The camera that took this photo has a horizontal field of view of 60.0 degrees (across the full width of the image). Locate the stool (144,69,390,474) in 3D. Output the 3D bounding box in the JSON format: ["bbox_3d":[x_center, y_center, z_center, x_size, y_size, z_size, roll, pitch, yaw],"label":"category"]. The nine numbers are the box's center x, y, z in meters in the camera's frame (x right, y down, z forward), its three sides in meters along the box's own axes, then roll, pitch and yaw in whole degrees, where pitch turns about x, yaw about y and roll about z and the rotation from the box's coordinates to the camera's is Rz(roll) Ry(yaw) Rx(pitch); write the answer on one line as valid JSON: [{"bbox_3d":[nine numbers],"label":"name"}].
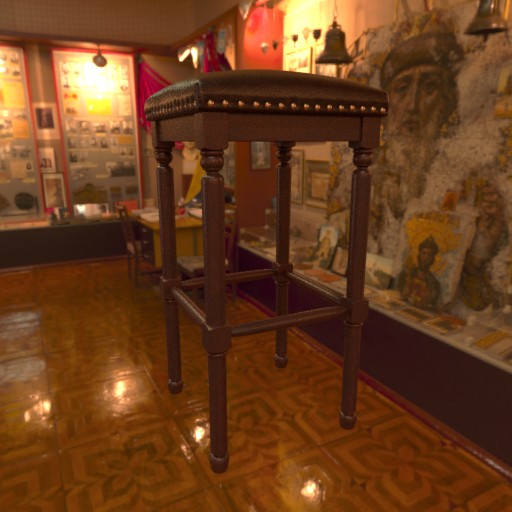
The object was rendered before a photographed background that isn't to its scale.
[{"bbox_3d":[0.000,0.000,0.995,0.383,0.768,0.382,-7,16,-25],"label":"stool"}]
